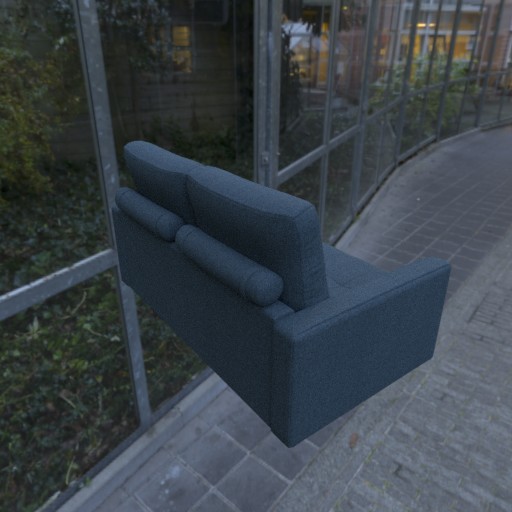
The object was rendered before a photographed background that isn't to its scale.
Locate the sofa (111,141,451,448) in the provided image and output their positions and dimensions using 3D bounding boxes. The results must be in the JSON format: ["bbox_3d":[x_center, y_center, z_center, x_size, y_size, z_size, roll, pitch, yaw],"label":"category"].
[{"bbox_3d":[0.000,0.000,1.976,0.842,0.907,1.407,-18,30,-33],"label":"sofa"}]
